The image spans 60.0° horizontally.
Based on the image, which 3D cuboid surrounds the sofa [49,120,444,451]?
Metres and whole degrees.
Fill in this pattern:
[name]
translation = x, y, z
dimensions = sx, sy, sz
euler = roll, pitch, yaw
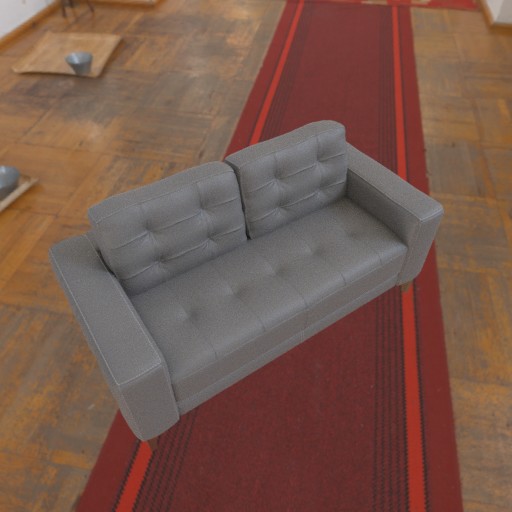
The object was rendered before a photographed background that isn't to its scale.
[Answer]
[sofa]
translation = 0.000, 0.000, 2.192
dimensions = 1.726, 0.892, 0.833
euler = -26, 51, -23
